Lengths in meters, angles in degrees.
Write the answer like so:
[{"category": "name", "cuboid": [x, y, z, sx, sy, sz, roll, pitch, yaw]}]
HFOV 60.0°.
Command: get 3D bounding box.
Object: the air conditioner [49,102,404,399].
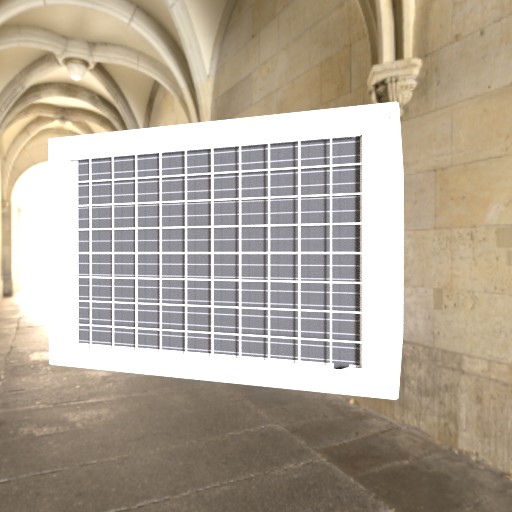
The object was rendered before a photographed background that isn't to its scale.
[{"category": "air conditioner", "cuboid": [0.000, 0.000, 1.030, 0.645, 0.455, 0.599, 0, 0, 19]}]
